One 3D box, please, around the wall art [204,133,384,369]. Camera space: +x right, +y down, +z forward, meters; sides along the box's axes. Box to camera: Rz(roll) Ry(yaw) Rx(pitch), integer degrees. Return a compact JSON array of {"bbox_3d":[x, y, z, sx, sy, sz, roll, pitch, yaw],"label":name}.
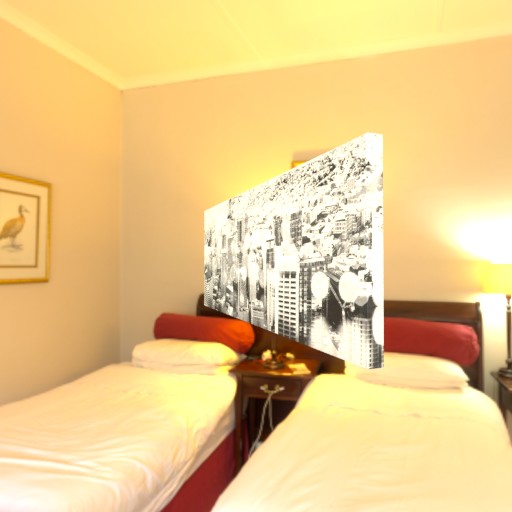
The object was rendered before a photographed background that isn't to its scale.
[{"bbox_3d":[0.000,0.000,1.670,0.044,0.507,1.520,0,-1,-20],"label":"wall art"}]
